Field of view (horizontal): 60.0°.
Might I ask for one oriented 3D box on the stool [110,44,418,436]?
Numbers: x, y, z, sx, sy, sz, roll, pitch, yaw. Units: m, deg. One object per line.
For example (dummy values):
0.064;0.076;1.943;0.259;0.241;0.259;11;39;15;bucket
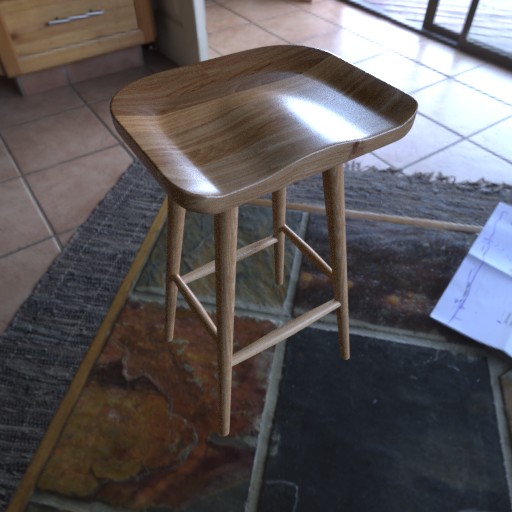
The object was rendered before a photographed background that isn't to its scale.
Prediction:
0.000;0.000;0.924;0.407;0.698;0.322;-25;51;-22;stool
